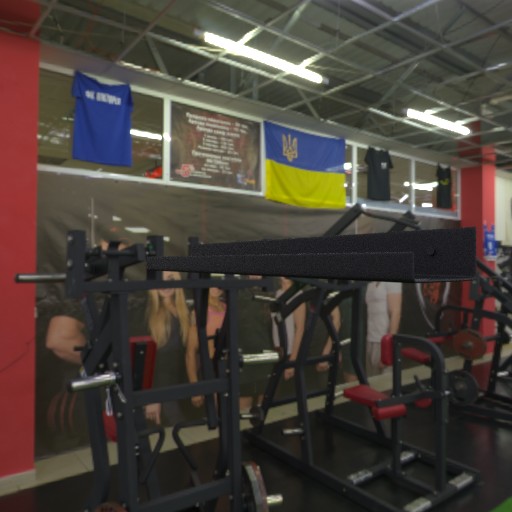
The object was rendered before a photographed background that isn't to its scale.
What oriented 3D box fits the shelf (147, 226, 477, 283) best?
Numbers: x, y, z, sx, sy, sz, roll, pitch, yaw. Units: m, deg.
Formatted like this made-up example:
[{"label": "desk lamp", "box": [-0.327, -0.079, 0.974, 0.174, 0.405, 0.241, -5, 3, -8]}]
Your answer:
[{"label": "shelf", "box": [0.000, 0.000, 0.650, 0.102, 0.053, 0.605, 0, -1, -35]}]
